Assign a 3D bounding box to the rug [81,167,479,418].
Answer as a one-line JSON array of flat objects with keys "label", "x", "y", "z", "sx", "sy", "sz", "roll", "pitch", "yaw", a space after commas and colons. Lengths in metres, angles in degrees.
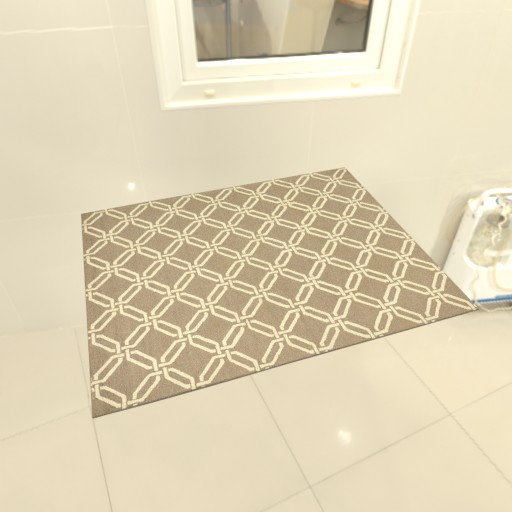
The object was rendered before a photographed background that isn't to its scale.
[{"label": "rug", "x": 0.000, "y": 0.000, "z": 3.914, "sx": 2.895, "sy": 0.018, "sz": 2.288, "roll": -12, "pitch": 43, "yaw": -14}]
